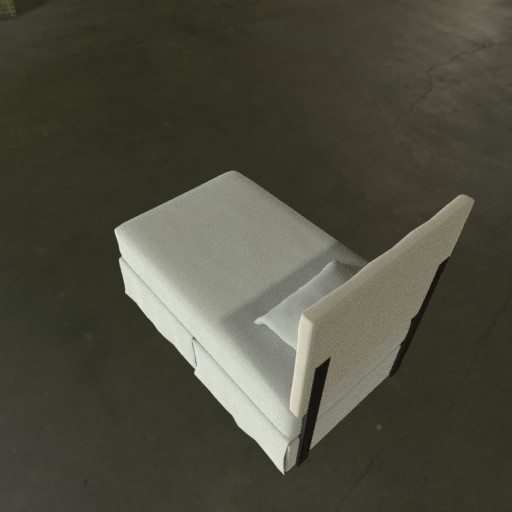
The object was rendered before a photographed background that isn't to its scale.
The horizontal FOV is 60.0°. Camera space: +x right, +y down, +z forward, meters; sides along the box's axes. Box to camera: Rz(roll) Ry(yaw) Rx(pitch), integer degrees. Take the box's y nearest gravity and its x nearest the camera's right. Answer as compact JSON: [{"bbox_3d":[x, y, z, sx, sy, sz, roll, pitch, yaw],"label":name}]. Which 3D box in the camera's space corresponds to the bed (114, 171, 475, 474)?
[{"bbox_3d":[0.000,0.000,2.969,1.261,1.571,1.997,-32,54,-27],"label":"bed"}]
